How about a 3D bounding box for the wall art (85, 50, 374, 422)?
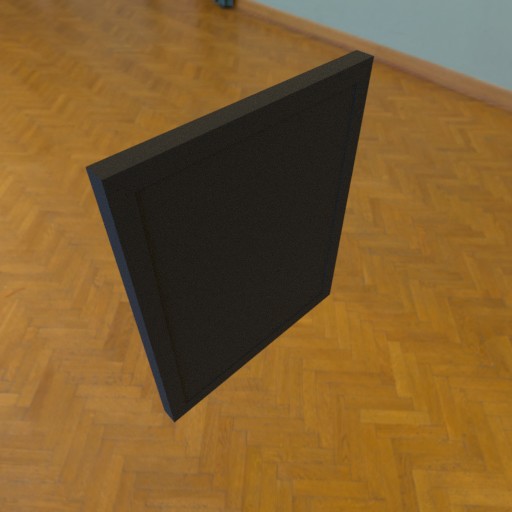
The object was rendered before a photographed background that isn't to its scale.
[{"bbox_3d":[0.000,0.000,0.761,0.457,0.559,0.033,-34,54,-29],"label":"wall art"}]
